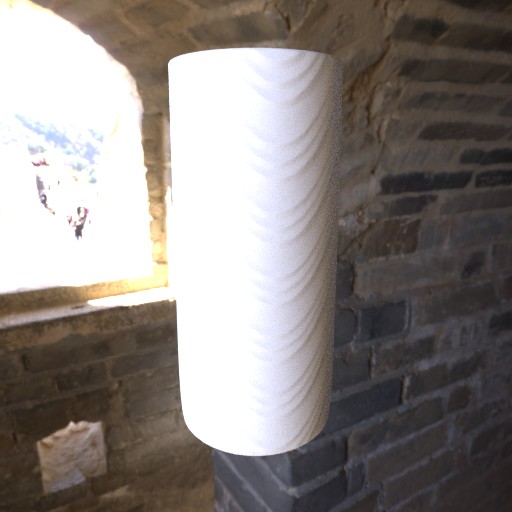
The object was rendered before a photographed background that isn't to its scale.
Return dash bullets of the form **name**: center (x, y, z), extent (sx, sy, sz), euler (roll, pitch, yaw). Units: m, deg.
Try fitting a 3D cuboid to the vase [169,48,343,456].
- **vase**: center (0.000, 0.000, 0.394), extent (0.143, 0.316, 0.143), euler (0, 14, 0)
